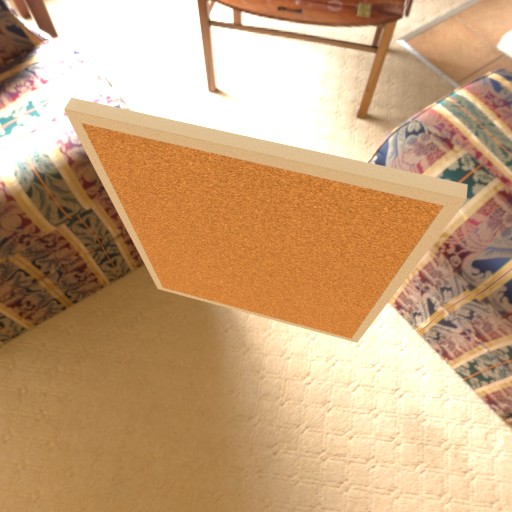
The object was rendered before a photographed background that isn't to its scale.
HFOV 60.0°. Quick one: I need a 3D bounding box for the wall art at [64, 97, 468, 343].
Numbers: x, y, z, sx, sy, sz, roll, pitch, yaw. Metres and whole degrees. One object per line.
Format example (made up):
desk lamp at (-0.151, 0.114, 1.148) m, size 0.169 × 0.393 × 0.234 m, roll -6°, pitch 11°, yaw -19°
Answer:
wall art at (0.000, 0.000, 0.715) m, size 0.444 × 0.536 × 0.020 m, roll 14°, pitch 65°, yaw 7°
